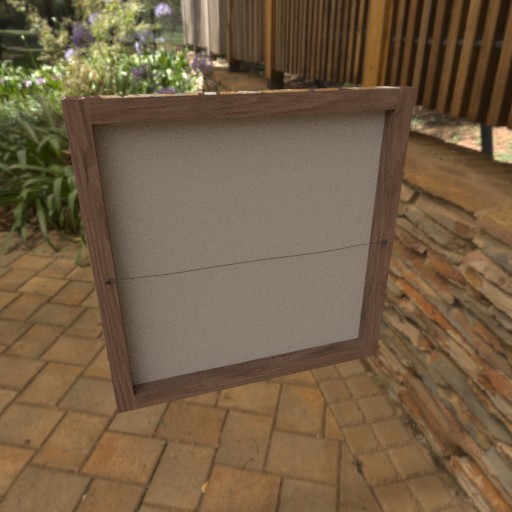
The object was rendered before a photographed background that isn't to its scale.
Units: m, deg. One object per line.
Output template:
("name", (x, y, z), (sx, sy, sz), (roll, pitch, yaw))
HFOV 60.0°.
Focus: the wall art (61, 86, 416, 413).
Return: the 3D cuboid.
("wall art", (0.000, 0.000, 0.879), (0.609, 0.613, 0.041), (-8, 27, -16))
